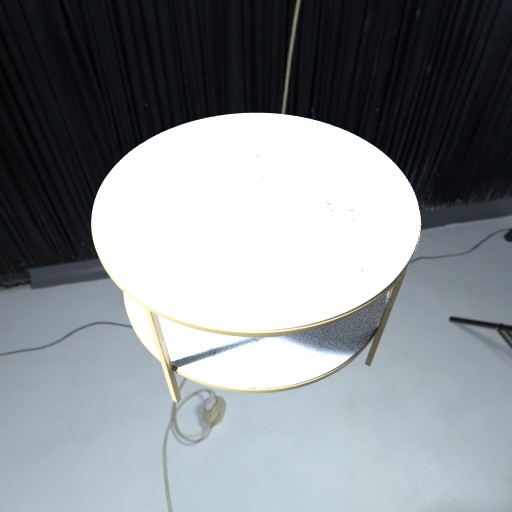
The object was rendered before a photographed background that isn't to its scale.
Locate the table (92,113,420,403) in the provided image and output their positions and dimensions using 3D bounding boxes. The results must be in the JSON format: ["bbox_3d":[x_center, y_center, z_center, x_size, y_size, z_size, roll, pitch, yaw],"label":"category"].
[{"bbox_3d":[0.000,0.000,1.271,0.800,0.450,0.800,0,47,0],"label":"table"}]
